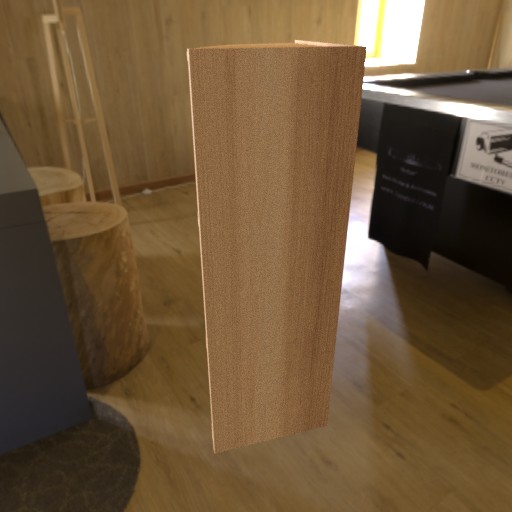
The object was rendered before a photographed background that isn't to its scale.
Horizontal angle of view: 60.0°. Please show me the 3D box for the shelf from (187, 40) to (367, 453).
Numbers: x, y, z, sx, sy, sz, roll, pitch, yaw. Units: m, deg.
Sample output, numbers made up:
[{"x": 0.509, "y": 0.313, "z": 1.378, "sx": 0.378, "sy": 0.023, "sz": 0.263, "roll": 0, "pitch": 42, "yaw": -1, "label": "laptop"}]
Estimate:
[{"x": 0.000, "y": 0.000, "z": 1.008, "sx": 0.290, "sy": 0.872, "sz": 0.290, "roll": -8, "pitch": 29, "yaw": -14, "label": "shelf"}]
